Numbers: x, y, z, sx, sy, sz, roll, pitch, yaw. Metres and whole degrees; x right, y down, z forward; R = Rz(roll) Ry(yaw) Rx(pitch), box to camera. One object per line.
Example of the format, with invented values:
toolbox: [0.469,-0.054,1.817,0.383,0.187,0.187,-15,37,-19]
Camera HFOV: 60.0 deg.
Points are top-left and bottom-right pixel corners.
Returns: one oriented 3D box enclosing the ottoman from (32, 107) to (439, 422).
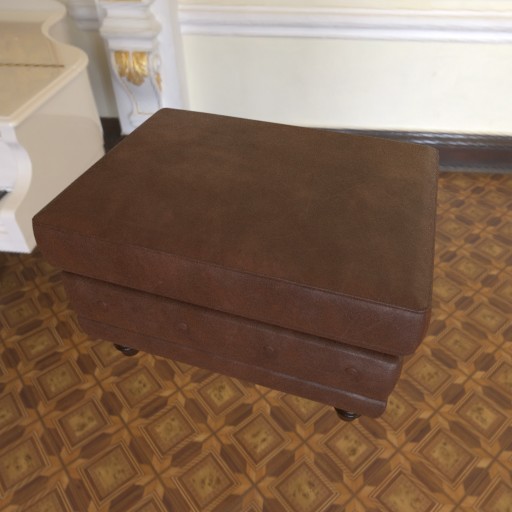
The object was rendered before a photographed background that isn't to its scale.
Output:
ottoman: [0.000,0.000,1.150,0.795,0.509,0.588,12,43,14]
